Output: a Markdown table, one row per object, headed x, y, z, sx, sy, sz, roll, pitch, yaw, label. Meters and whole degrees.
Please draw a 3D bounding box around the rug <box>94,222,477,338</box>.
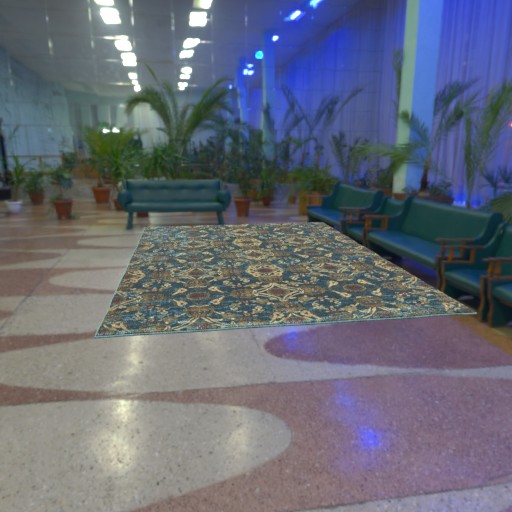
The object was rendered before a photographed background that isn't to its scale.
| x | y | z | sx | sy | sz | roll | pitch | yaw | label |
| --- | --- | --- | --- | --- | --- | --- | --- | --- | --- |
| 0.000 | 0.000 | 2.825 | 1.567 | 0.014 | 2.207 | -2 | 15 | -9 | rug |
